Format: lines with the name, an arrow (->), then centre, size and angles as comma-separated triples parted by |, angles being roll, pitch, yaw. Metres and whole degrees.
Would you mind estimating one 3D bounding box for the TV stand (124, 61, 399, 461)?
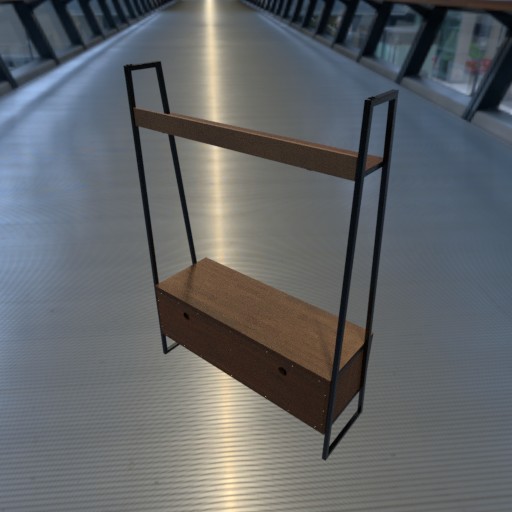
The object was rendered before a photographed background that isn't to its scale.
TV stand -> 0.000, 0.000, 2.291 | 1.250, 1.772, 0.432 | 22, 37, 33
